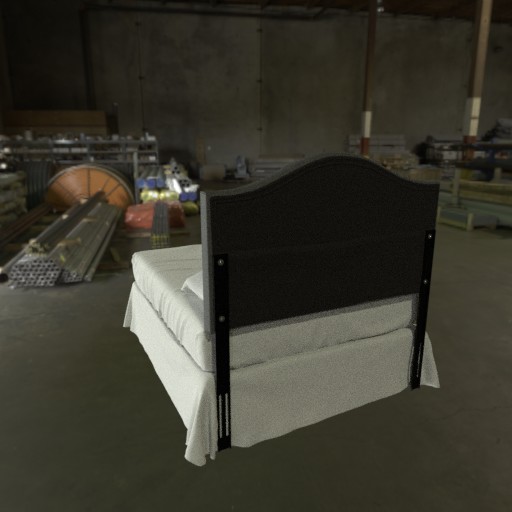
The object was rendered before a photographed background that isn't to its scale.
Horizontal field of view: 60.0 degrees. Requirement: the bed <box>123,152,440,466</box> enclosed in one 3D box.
[{"bbox_3d":[0.000,0.000,3.514,1.876,1.645,2.221,-7,16,-25],"label":"bed"}]
